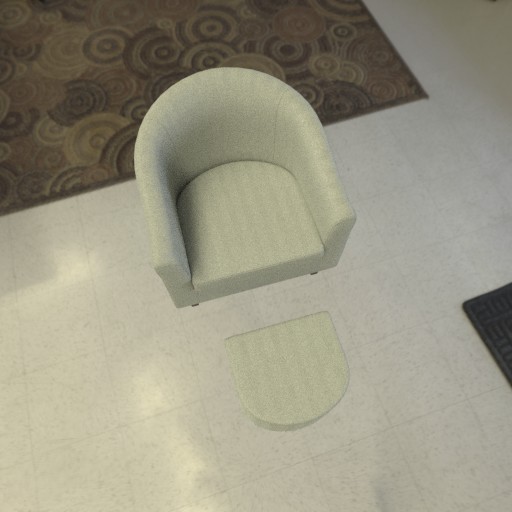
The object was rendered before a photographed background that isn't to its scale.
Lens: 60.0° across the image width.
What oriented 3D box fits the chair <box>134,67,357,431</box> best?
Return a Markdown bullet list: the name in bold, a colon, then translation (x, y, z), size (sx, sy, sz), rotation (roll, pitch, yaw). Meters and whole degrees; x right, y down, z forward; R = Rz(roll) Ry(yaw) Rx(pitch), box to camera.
- **chair**: translation (0.000, 0.000, 1.758), size (0.756, 0.757, 1.288), rotation (-14, 65, -7)
